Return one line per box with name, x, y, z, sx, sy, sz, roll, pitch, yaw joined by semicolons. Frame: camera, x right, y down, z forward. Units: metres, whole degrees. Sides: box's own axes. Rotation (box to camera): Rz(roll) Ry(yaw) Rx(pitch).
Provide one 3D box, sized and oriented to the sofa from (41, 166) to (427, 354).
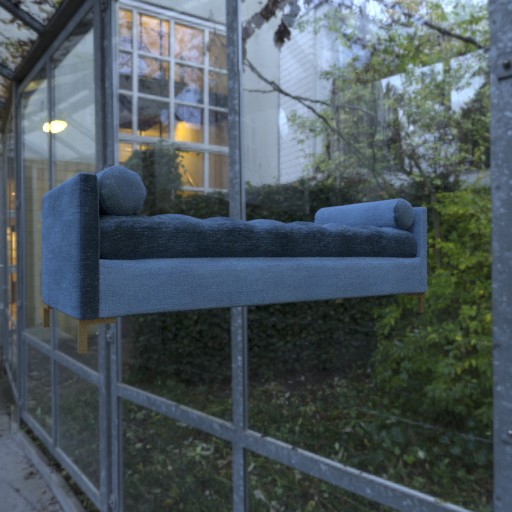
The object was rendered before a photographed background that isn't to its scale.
sofa;0.000;0.000;2.485;2.102;0.705;0.796;0;0;-35
